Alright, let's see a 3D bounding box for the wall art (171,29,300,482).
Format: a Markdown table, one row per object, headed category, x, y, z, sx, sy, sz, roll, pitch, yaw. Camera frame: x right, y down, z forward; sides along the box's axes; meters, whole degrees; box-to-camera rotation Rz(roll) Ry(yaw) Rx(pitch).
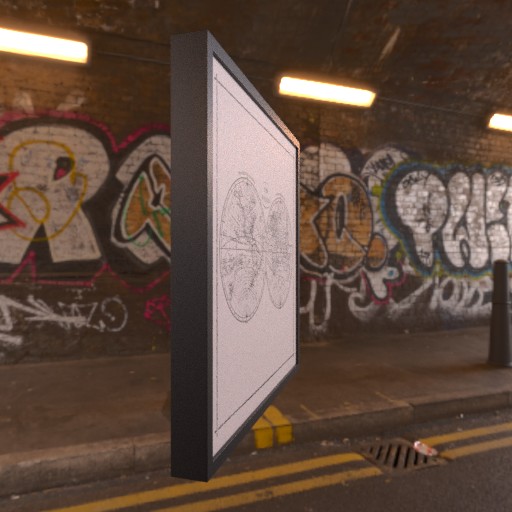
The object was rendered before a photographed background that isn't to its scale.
| category | x | y | z | sx | sy | sz | roll | pitch | yaw |
| --- | --- | --- | --- | --- | --- | --- | --- | --- | --- |
| wall art | 0.000 | 0.000 | 0.471 | 0.029 | 0.318 | 0.327 | 0 | 0 | 17 |
